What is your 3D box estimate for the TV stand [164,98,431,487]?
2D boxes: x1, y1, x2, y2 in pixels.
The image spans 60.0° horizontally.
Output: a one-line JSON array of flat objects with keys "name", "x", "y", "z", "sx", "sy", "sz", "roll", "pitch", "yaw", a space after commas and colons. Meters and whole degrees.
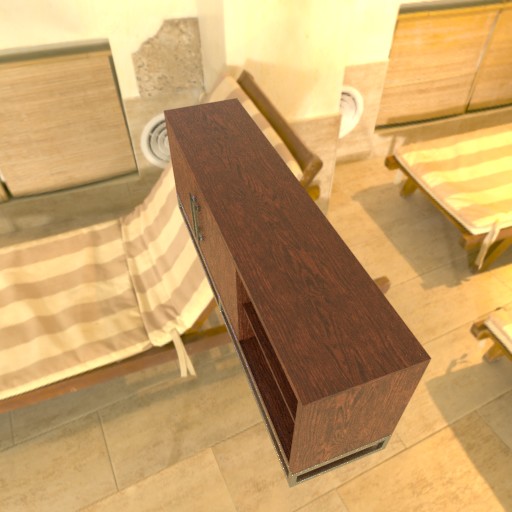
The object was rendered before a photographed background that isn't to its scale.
[{"name": "TV stand", "x": 0.000, "y": 0.000, "z": 1.793, "sx": 0.382, "sy": 0.578, "sz": 1.541, "roll": -15, "pitch": 47, "yaw": -14}]
